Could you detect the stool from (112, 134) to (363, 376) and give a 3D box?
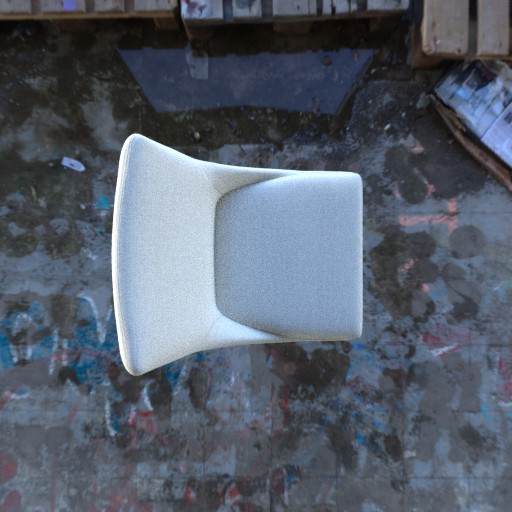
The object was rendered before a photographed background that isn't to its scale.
[{"bbox_3d":[0.000,0.000,1.308,0.559,0.991,0.469,0,90,-1],"label":"stool"}]
